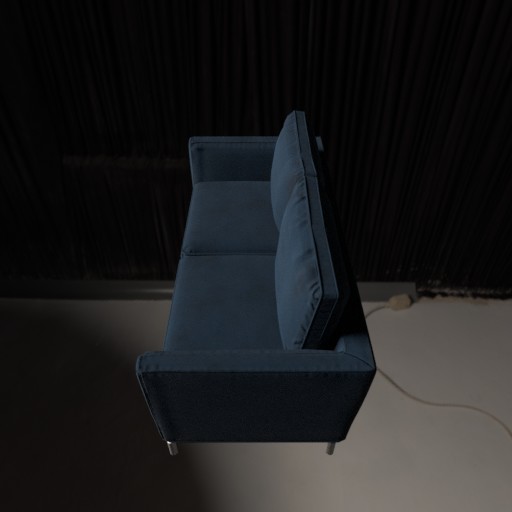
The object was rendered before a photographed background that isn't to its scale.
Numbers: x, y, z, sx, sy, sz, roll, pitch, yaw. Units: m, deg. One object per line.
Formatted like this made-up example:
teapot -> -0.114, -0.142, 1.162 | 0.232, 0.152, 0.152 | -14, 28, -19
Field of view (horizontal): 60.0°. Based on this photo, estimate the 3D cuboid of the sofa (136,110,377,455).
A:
sofa -> 0.000, 0.000, 2.356 | 0.853, 1.002, 1.770 | 0, 42, 0
